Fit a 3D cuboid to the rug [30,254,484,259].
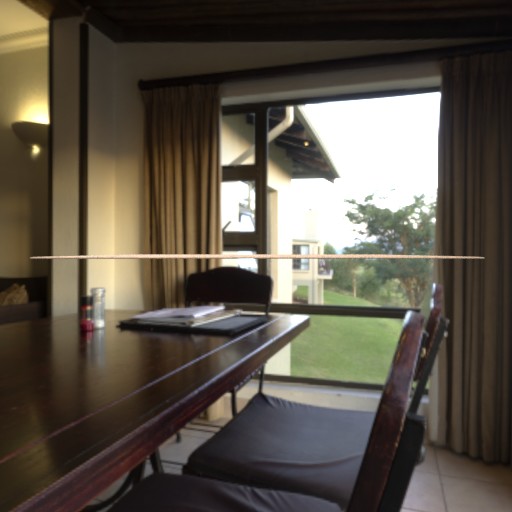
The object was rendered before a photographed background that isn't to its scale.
[{"bbox_3d":[0.000,0.000,4.080,2.980,0.012,2.363,0,1,-1],"label":"rug"}]
